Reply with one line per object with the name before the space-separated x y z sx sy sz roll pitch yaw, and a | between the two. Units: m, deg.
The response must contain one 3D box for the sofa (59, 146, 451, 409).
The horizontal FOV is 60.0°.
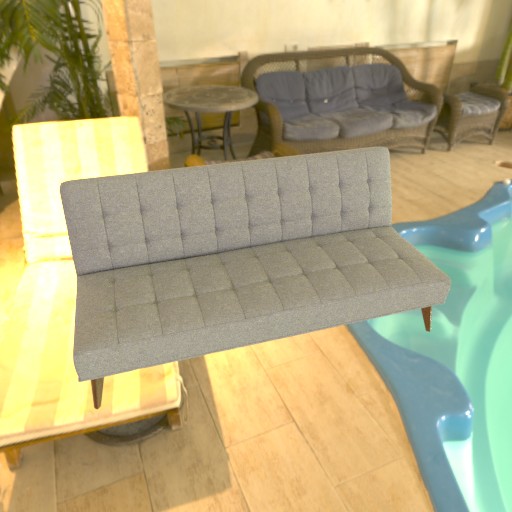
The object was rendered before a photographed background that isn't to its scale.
sofa | 0.000 0.000 2.294 1.800 0.810 0.860 -9 33 -14
